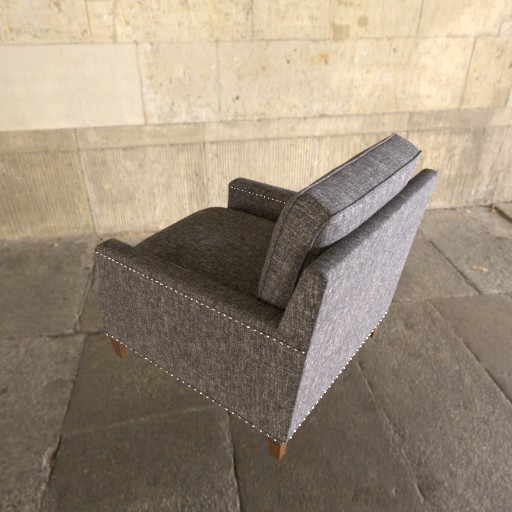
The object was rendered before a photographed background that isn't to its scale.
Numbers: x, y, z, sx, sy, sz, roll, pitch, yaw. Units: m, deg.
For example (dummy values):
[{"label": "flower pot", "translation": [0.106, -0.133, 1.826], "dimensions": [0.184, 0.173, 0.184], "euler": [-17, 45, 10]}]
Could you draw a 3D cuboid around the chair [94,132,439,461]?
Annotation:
[{"label": "chair", "translation": [0.000, 0.000, 1.718], "dimensions": [1.014, 0.943, 0.853], "euler": [21, 37, 31]}]
